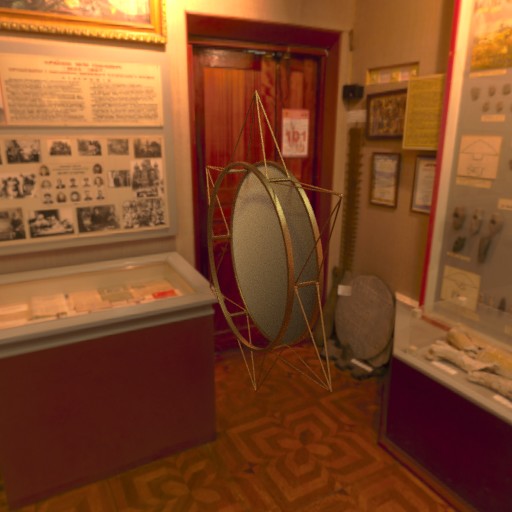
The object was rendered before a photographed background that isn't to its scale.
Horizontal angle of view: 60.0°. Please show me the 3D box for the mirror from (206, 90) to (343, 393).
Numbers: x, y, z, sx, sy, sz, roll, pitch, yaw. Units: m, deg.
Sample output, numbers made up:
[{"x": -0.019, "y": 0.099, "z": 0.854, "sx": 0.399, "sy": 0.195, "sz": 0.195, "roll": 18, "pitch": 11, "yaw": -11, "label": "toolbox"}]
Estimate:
[{"x": 0.000, "y": 0.000, "z": 0.826, "sx": 0.062, "sy": 0.581, "sz": 0.498, "roll": -8, "pitch": 18, "yaw": -26, "label": "mirror"}]
